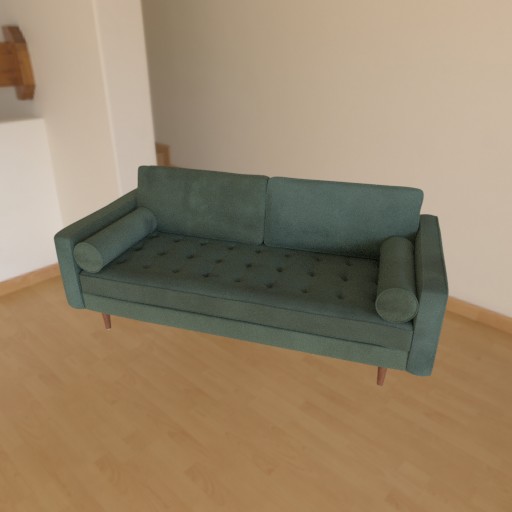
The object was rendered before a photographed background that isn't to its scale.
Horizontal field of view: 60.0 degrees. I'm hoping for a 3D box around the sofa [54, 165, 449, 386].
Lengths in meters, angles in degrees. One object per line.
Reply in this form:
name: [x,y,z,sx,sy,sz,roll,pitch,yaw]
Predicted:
sofa: [0.000,0.000,2.421,1.880,0.772,0.916,8,27,16]
